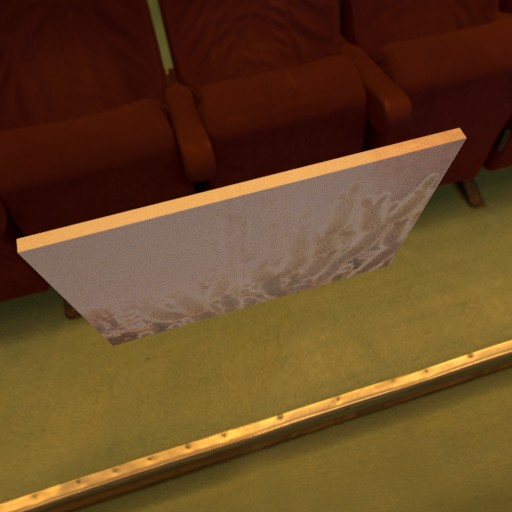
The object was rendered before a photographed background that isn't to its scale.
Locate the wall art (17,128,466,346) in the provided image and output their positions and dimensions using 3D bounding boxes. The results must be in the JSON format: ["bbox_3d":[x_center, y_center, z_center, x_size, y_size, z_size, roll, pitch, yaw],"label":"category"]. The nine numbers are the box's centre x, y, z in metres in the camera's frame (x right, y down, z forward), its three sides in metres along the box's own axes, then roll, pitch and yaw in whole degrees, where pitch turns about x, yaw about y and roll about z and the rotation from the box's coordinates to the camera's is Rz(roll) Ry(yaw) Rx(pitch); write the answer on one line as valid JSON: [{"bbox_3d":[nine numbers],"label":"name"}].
[{"bbox_3d":[0.000,0.000,1.424,1.142,0.758,0.041,-15,64,-8],"label":"wall art"}]
